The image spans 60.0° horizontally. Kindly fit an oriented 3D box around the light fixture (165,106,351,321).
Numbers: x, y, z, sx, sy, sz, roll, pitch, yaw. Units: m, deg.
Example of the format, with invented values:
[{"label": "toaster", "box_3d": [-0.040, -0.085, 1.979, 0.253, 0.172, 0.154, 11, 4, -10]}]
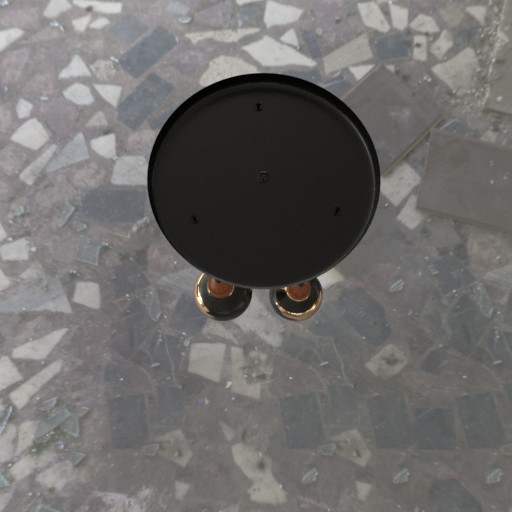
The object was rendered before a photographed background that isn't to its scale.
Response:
[{"label": "light fixture", "box_3d": [0.000, 0.000, 1.735, 0.605, 1.410, 0.608, -37, 78, -9]}]
